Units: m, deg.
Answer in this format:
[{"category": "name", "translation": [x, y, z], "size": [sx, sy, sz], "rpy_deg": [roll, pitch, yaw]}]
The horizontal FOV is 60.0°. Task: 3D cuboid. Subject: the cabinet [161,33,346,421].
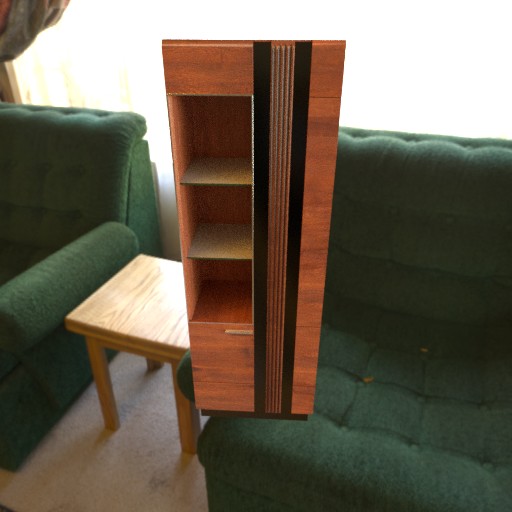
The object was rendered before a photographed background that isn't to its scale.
[{"category": "cabinet", "translation": [0.000, 0.000, 2.226], "size": [0.660, 1.980, 0.420], "rpy_deg": [2, 30, 3]}]
